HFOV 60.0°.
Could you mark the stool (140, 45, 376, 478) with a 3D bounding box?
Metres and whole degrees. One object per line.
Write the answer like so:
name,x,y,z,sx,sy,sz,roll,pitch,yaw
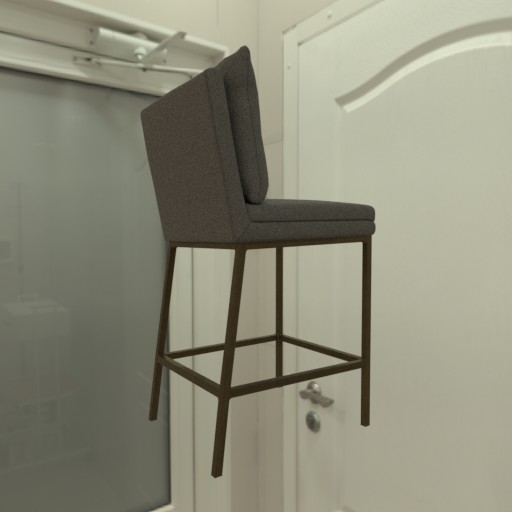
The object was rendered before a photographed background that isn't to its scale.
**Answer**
stool,0.000,0.000,1.355,0.569,1.030,0.463,-2,3,-35
